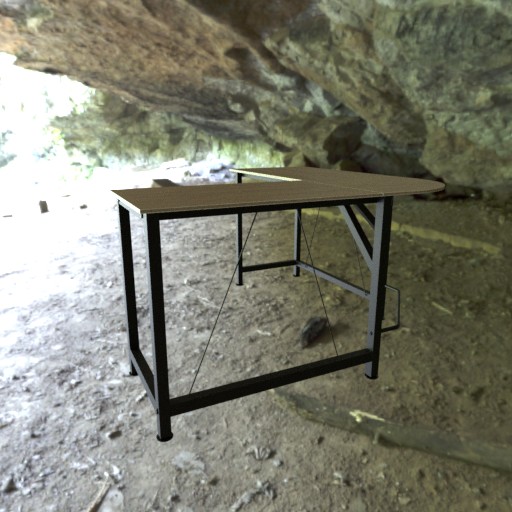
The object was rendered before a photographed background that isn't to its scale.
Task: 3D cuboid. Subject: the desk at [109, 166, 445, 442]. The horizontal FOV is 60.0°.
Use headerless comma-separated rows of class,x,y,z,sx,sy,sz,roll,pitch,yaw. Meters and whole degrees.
desk,0.000,0.000,2.213,1.400,0.762,1.400,-7,17,-25
